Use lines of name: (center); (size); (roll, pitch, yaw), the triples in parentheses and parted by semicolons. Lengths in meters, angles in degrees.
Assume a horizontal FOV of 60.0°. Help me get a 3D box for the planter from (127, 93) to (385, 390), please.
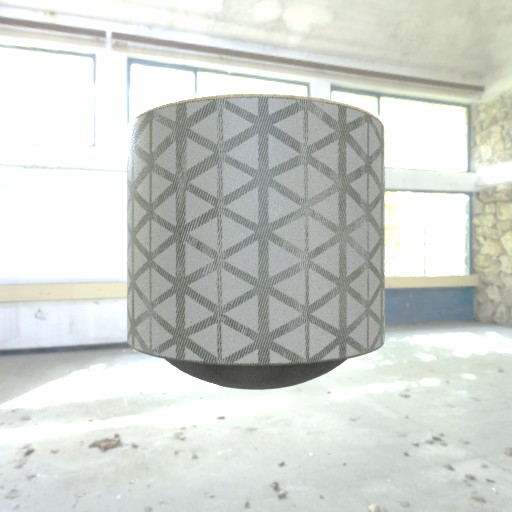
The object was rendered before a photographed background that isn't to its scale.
planter: (0.000, 0.000, 0.448); (0.250, 0.239, 0.250); (0, 0, 0)
